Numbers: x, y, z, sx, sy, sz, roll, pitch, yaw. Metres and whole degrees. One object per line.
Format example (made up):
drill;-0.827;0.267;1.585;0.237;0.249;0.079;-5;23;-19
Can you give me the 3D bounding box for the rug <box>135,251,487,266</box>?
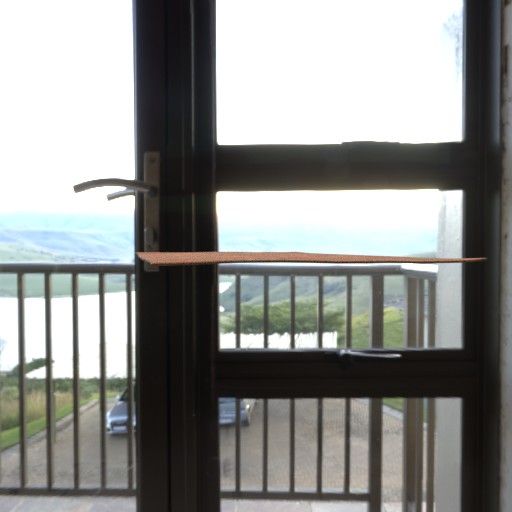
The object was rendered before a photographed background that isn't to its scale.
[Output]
rug;0.000;0.000;3.016;1.537;0.029;2.439;0;1;-17
